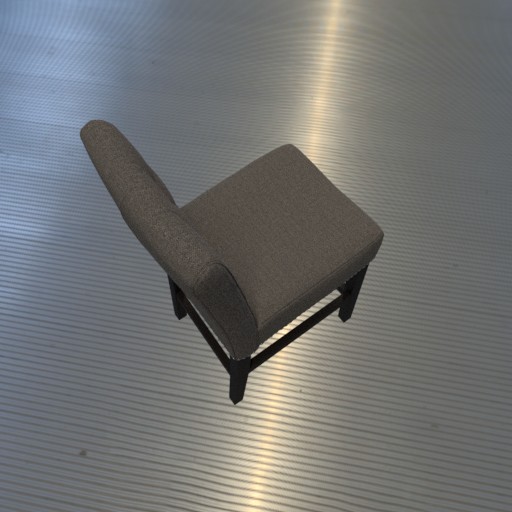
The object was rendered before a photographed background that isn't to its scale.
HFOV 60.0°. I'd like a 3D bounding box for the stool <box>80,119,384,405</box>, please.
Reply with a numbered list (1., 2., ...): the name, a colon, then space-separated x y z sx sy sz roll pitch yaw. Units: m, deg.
1. stool: 0.000 0.000 1.193 0.571 0.885 0.427 -31 63 -18
